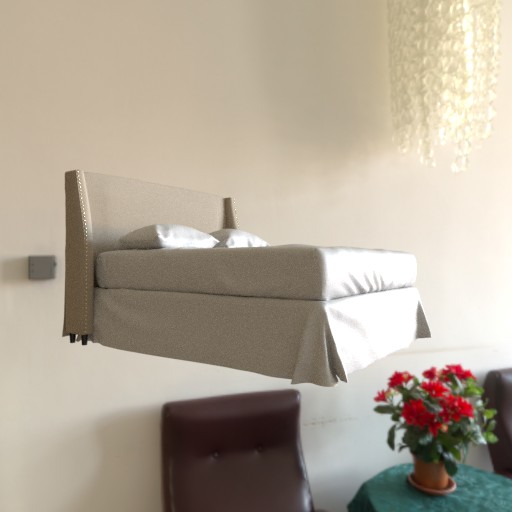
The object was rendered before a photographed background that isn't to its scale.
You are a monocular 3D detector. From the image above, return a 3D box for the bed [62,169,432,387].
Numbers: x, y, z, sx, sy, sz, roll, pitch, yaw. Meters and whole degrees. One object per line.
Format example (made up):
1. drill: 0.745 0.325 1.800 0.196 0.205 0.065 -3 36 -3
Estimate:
1. bed: 0.000 0.000 3.487 2.276 1.332 1.925 0 -1 36
